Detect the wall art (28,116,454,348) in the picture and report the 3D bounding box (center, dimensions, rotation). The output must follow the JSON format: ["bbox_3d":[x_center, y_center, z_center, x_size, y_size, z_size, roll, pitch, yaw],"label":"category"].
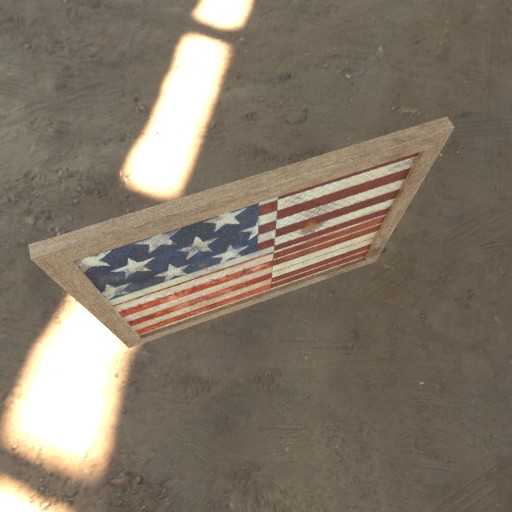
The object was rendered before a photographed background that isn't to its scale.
[{"bbox_3d":[0.000,0.000,0.926,0.690,0.535,0.026,-19,66,-9],"label":"wall art"}]
